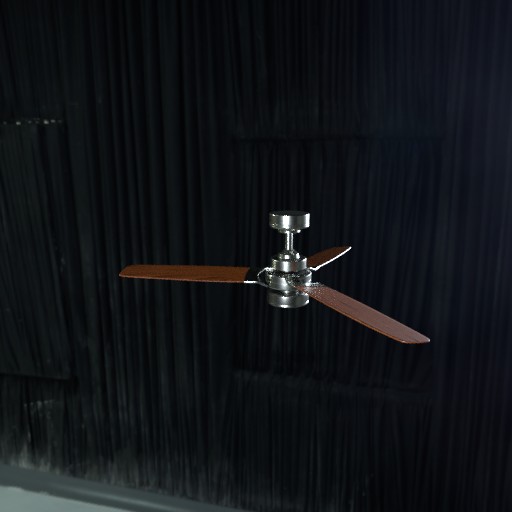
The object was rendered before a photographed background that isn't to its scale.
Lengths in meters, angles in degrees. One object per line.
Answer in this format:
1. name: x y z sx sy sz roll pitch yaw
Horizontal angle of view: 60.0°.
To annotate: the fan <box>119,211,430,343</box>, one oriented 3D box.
1. fan: 0.000 0.000 2.031 1.271 0.410 1.416 2 13 9
